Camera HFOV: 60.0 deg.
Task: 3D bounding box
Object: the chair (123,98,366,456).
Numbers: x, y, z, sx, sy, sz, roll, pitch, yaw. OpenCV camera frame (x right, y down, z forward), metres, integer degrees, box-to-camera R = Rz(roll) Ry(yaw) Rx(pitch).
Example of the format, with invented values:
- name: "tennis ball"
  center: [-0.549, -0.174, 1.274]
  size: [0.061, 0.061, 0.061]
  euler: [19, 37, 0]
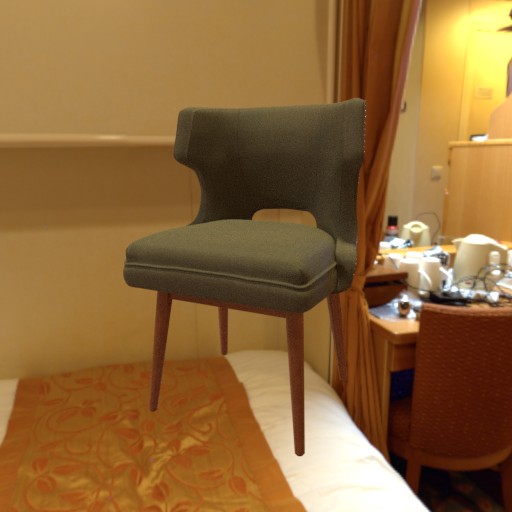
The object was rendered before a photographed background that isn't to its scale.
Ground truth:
- name: "chair"
  center: [0.000, 0.000, 1.264]
  size: [0.595, 0.863, 0.581]
  euler: [6, 14, 25]
